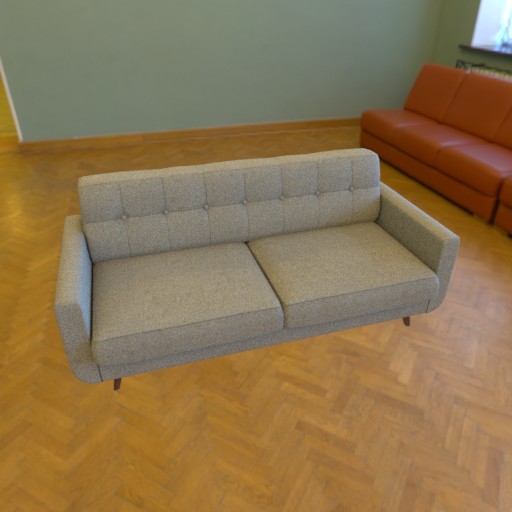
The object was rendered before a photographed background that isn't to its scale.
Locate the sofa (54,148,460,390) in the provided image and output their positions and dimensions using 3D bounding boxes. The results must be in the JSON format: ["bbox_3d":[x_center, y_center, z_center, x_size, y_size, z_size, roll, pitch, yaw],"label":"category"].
[{"bbox_3d":[0.000,0.000,2.548,2.055,0.873,0.968,-9,32,-15],"label":"sofa"}]
